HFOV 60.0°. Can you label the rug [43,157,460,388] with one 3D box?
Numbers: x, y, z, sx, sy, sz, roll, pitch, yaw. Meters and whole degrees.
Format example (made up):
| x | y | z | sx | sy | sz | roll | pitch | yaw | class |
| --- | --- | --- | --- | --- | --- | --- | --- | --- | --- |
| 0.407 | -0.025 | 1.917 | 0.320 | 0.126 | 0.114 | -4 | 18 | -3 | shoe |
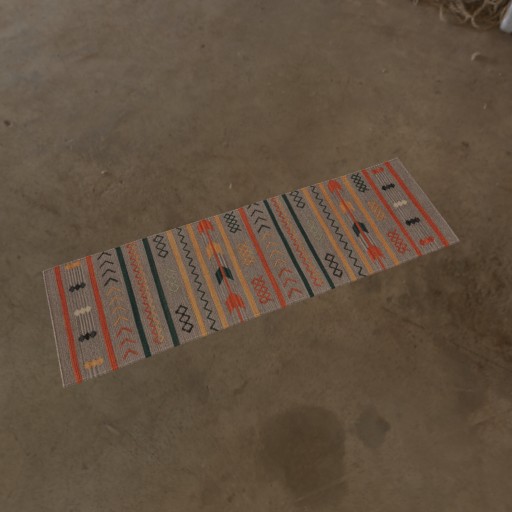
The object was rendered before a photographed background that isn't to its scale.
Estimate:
| x | y | z | sx | sy | sz | roll | pitch | yaw | class |
| --- | --- | --- | --- | --- | --- | --- | --- | --- | --- |
| 0.000 | 0.000 | 2.671 | 2.419 | 0.022 | 0.744 | -19 | 61 | -11 | rug |
